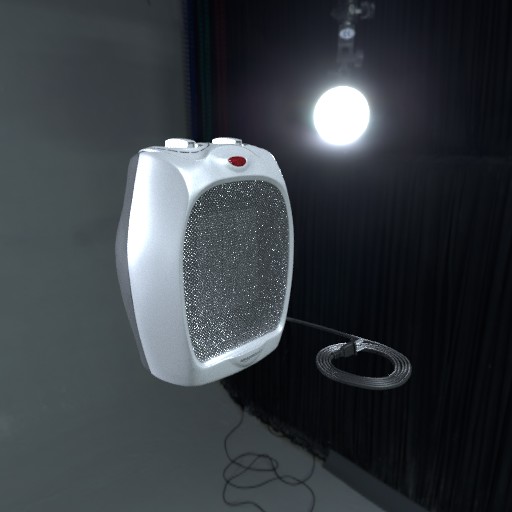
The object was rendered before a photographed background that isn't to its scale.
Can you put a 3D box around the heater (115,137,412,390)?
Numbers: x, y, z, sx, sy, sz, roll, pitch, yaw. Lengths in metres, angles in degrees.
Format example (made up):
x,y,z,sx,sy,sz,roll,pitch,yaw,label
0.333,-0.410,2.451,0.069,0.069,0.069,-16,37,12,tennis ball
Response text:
x,y,z,sx,sy,sz,roll,pitch,yaw,label
0.000,0.000,0.468,0.291,0.240,0.239,15,22,42,heater
